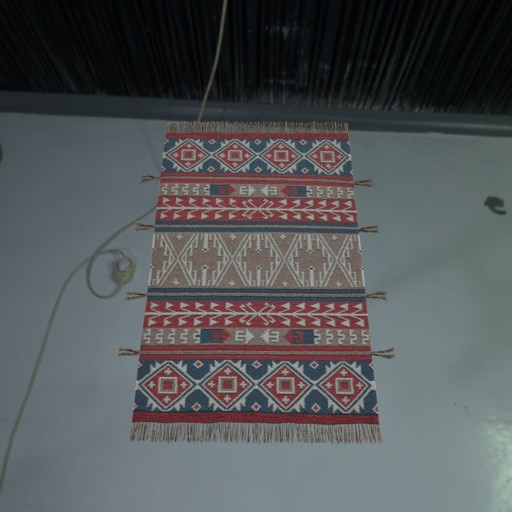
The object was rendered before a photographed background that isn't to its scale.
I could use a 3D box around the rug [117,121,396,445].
[{"bbox_3d":[0.000,0.000,2.576,1.469,0.040,2.025,0,65,0],"label":"rug"}]
